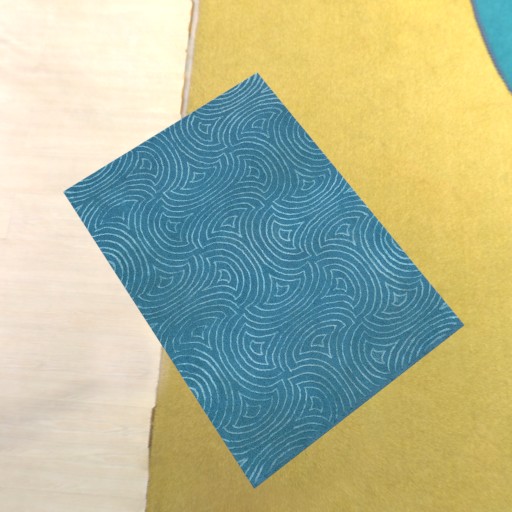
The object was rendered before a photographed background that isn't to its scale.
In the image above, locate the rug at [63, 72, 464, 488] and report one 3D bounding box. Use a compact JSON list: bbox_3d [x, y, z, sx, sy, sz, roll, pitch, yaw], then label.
[{"bbox_3d":[0.000,0.000,2.763,1.543,0.015,2.144,-34,78,-8],"label":"rug"}]
